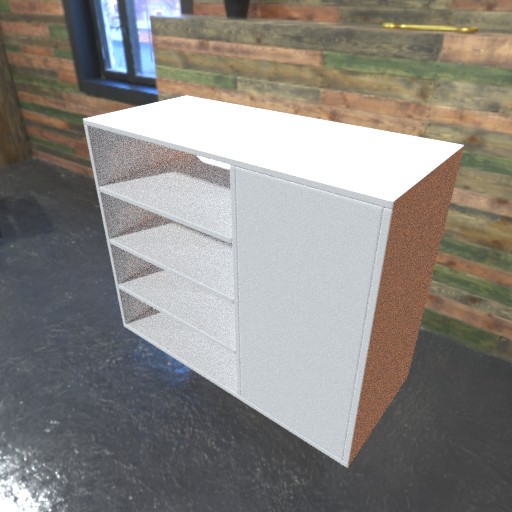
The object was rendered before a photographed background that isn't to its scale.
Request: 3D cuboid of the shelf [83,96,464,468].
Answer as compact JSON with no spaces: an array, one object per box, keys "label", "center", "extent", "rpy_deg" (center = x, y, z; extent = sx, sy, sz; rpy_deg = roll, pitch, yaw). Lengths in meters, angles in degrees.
[{"label":"shelf","center":[0.000,0.000,1.298],"extent":[0.895,0.732,0.396],"rpy_deg":[22,37,32]}]
